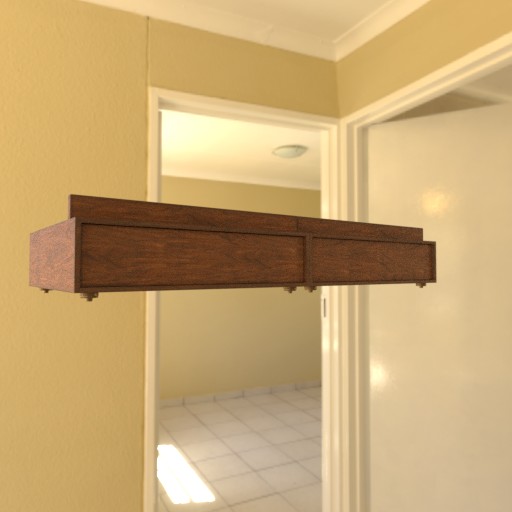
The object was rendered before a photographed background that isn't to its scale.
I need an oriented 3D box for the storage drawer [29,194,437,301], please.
[{"bbox_3d":[0.000,0.000,2.206,1.914,0.339,0.774,1,-2,-36],"label":"storage drawer"}]
